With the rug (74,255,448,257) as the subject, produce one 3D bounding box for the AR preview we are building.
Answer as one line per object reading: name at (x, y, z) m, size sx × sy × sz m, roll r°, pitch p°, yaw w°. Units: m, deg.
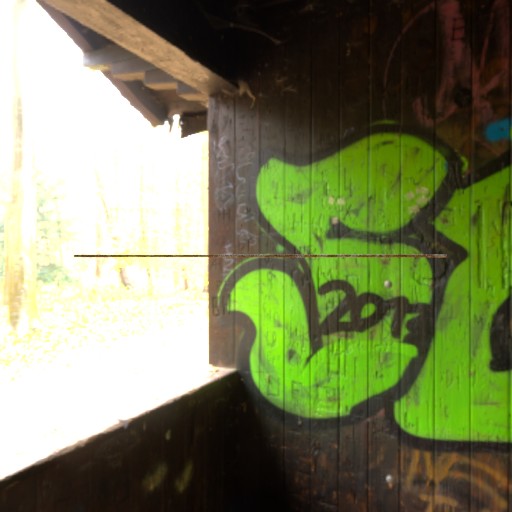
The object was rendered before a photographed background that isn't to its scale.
rug at (0.000, 0.000, 3.007) m, size 1.517 × 0.011 × 2.435 m, roll 0°, pitch 0°, yaw -1°
